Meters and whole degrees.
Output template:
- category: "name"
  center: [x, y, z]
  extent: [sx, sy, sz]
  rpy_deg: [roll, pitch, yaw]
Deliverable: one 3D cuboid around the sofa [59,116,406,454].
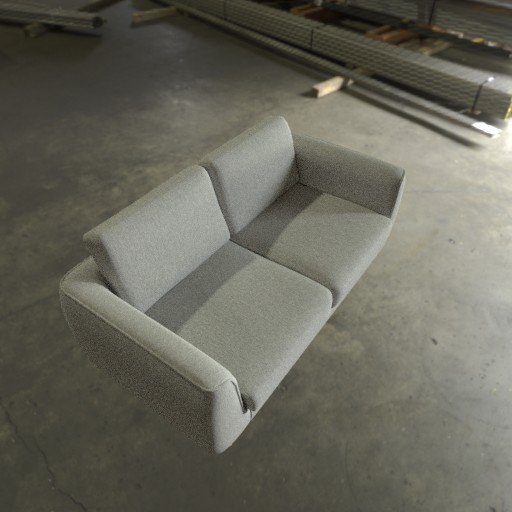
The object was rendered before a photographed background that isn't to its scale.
- category: "sofa"
  center: [0.000, 0.000, 2.225]
  extent: [0.920, 0.850, 1.700]
  rpy_deg: [26, 49, 25]
